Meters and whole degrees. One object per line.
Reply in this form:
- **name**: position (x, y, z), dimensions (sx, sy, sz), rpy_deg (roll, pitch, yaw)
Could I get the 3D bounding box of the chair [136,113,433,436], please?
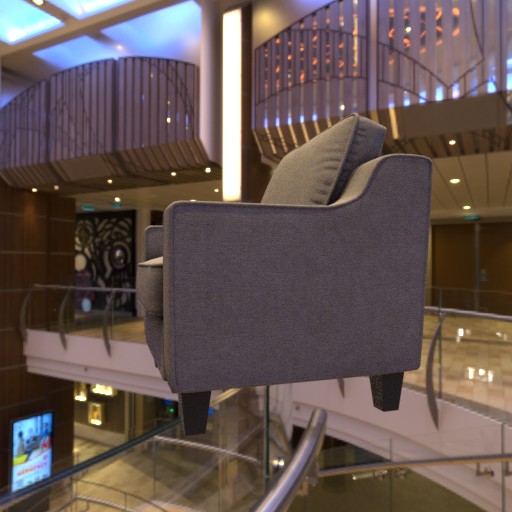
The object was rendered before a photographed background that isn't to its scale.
- **chair**: position (0.000, 0.000, 1.649), dimensions (0.840, 0.944, 0.926), rpy_deg (0, -1, -18)
